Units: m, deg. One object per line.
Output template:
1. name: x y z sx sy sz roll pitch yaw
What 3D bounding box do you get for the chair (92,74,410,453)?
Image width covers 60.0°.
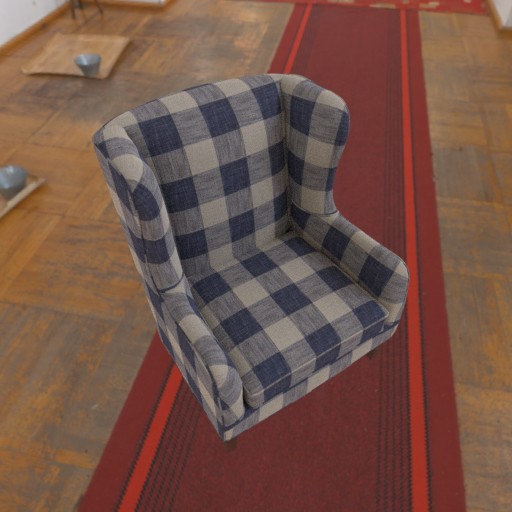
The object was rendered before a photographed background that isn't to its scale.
1. chair: 0.000 0.000 1.706 0.830 1.041 0.889 -25 51 -22
